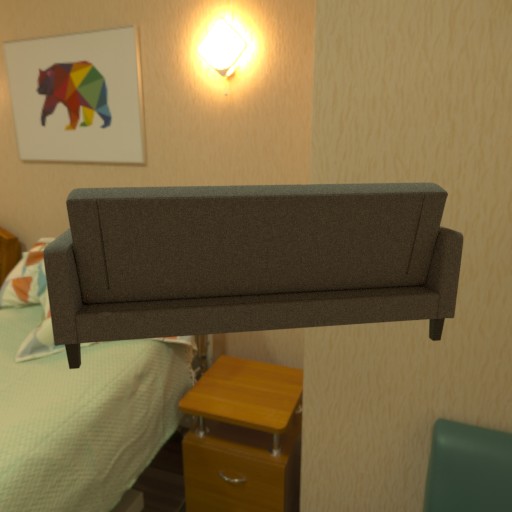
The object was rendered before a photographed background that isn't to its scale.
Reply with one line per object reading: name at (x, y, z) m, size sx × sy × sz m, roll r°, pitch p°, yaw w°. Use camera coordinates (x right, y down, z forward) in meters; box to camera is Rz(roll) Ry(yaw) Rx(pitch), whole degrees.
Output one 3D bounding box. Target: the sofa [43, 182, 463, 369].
sofa at (0.000, 0.000, 2.504) m, size 2.040 × 0.850 × 0.810 m, roll -2°, pitch 15°, yaw -9°
